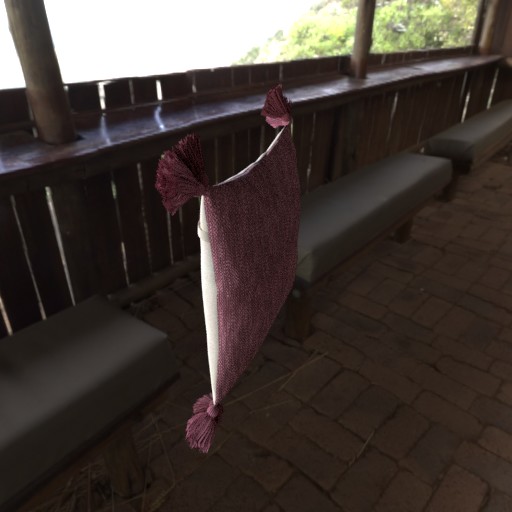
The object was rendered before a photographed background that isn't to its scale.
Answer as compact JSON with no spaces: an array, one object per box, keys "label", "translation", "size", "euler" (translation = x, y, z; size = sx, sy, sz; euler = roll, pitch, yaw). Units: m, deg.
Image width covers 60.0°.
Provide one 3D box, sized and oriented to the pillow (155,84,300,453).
[{"label":"pillow","translation":[0.000,0.000,0.991],"size":[0.138,0.659,0.641],"euler":[10,31,17]}]
